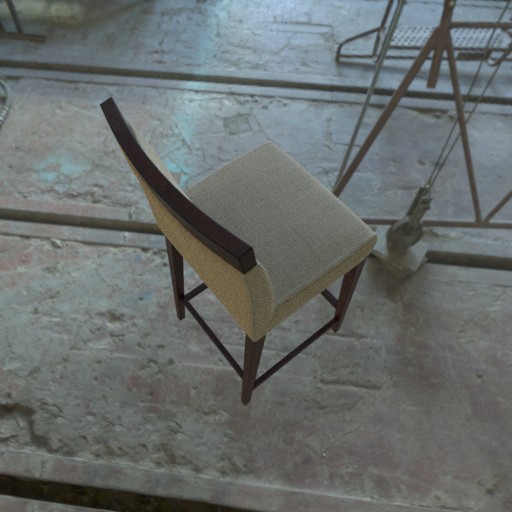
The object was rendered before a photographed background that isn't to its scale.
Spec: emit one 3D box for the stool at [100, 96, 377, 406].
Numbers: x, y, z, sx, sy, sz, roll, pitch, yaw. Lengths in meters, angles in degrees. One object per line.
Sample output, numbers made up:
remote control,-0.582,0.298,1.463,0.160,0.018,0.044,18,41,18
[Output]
stool,0.000,0.000,1.271,0.480,1.011,0.463,-34,65,-19
